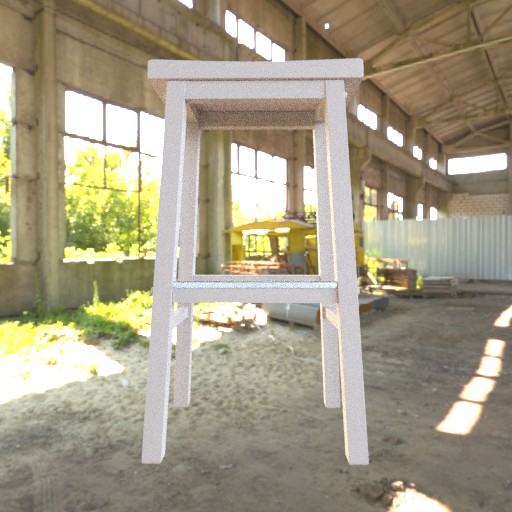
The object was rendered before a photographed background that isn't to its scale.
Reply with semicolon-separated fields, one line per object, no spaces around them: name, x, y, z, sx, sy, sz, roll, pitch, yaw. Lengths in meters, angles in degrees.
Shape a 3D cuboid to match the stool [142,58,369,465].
stool;0.000;0.000;0.948;0.406;0.742;0.322;0;1;1
